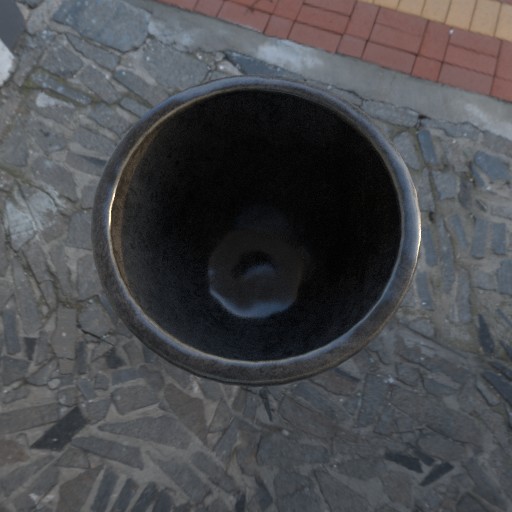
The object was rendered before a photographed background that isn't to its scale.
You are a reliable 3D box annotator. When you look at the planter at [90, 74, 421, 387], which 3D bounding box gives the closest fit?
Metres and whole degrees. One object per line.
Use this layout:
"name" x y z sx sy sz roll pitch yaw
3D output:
"planter" 0.000 0.000 0.303 0.172 0.160 0.172 0 74 0
